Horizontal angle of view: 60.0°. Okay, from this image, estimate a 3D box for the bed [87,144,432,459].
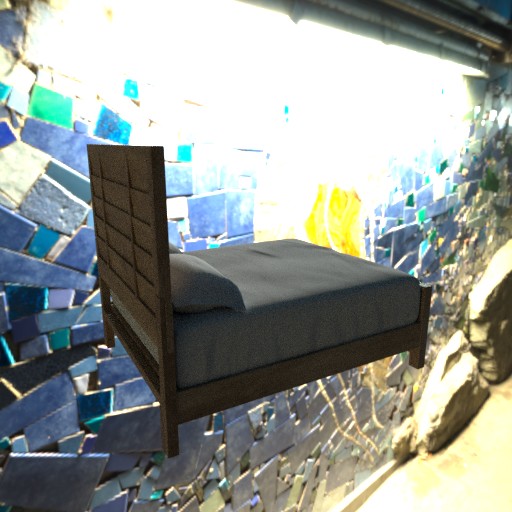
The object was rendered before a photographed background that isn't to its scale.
[{"bbox_3d":[0.000,0.000,3.336,2.017,1.631,1.615,-8,17,-29],"label":"bed"}]
